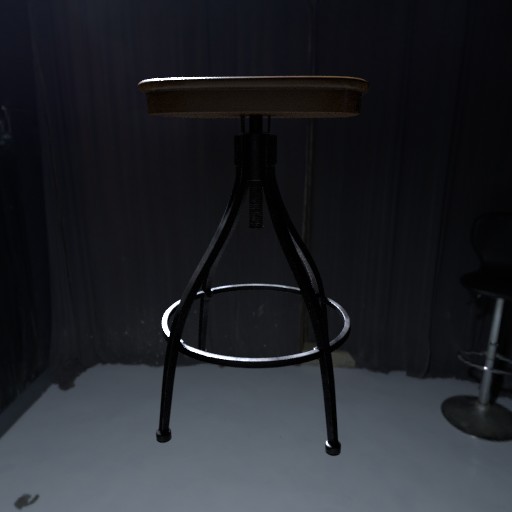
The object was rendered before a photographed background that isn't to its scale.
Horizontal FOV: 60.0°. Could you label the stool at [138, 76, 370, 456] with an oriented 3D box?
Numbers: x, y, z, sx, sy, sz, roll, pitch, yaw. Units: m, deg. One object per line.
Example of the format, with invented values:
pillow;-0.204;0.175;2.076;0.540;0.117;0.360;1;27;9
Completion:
stool;0.000;0.000;0.966;0.432;0.694;0.424;2;16;6
